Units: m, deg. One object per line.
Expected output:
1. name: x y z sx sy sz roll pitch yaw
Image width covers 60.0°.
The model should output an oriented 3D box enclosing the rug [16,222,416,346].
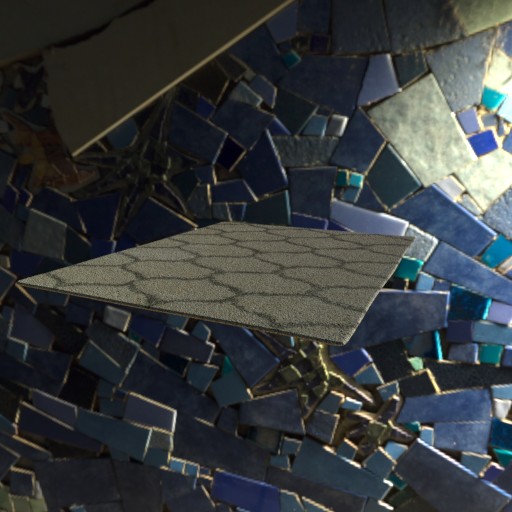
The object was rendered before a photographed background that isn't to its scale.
1. rug: 0.000 0.000 3.974 2.399 0.026 3.000 6 15 25
